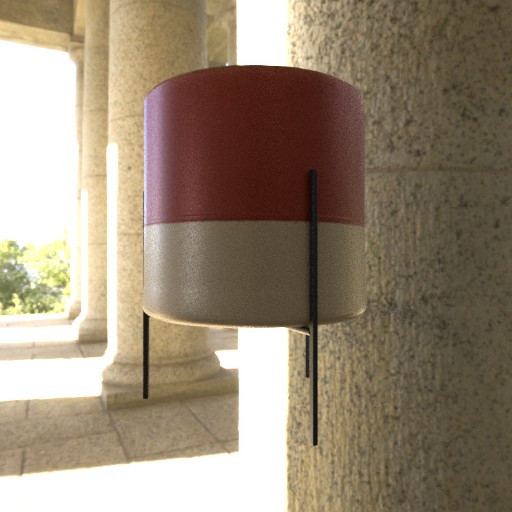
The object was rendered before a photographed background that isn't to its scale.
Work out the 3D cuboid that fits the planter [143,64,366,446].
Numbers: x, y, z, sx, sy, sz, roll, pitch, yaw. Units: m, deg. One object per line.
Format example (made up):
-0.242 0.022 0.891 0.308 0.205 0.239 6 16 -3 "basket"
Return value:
0.000 0.000 0.710 0.345 0.465 0.354 0 0 35 "planter"
